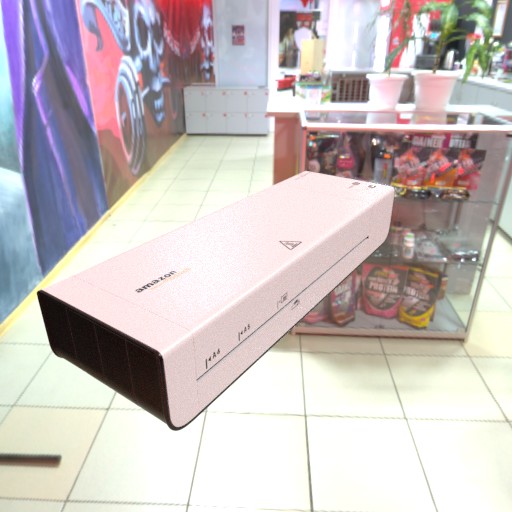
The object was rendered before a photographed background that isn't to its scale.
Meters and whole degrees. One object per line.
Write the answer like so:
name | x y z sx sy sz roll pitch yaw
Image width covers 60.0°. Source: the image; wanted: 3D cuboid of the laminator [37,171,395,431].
laminator | 0.000 0.000 0.391 0.123 0.062 0.340 18 31 31
